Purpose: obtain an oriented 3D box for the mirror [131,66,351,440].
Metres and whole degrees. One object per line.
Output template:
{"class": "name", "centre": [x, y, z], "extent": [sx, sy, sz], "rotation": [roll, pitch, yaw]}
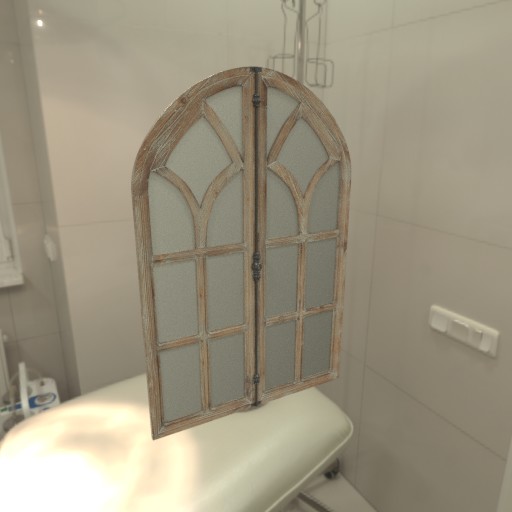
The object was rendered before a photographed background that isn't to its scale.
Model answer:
{"class": "mirror", "centre": [0.000, 0.000, 1.158], "extent": [0.609, 0.915, 0.032], "rotation": [-9, 19, -27]}
